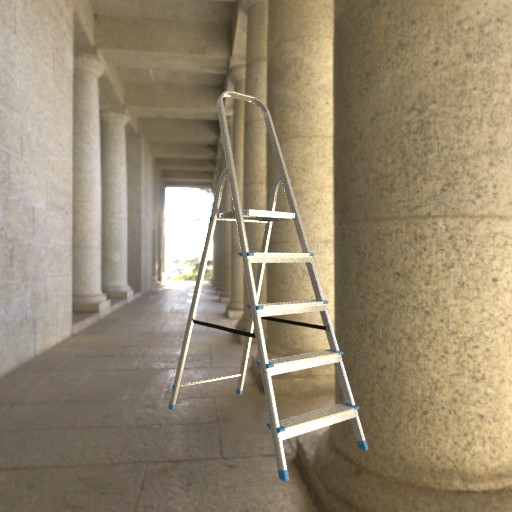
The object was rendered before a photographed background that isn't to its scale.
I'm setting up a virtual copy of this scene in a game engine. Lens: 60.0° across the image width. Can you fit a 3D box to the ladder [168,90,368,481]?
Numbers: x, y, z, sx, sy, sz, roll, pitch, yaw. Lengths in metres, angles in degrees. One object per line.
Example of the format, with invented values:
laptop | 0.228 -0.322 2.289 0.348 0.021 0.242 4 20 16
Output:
ladder | 0.000 0.000 2.151 0.468 1.648 0.990 0 0 -36
